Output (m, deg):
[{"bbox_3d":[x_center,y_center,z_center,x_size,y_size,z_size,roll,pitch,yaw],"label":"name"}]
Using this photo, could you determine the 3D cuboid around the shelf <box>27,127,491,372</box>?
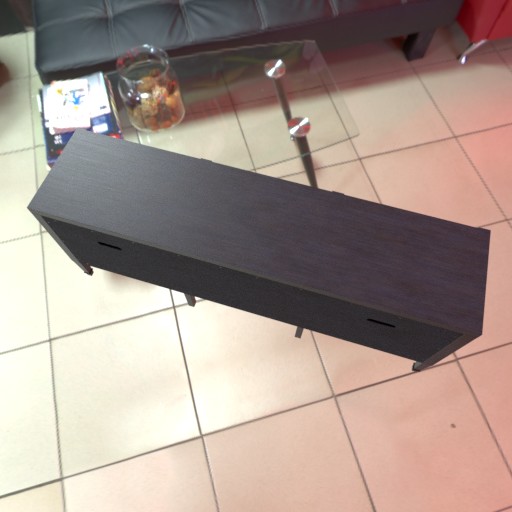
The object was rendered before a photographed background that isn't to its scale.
[{"bbox_3d":[0.000,0.000,2.167,1.878,0.715,0.471,15,65,7],"label":"shelf"}]
